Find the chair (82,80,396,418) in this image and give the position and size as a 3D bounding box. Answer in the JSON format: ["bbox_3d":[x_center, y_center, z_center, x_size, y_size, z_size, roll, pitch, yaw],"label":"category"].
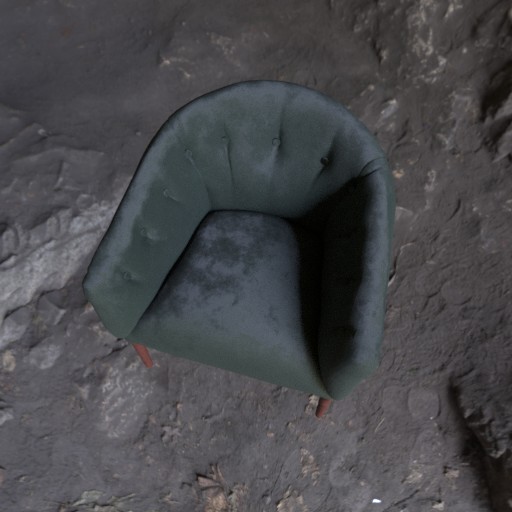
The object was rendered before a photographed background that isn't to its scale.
[{"bbox_3d":[0.000,0.000,1.515,0.851,0.885,0.776,14,59,9],"label":"chair"}]
